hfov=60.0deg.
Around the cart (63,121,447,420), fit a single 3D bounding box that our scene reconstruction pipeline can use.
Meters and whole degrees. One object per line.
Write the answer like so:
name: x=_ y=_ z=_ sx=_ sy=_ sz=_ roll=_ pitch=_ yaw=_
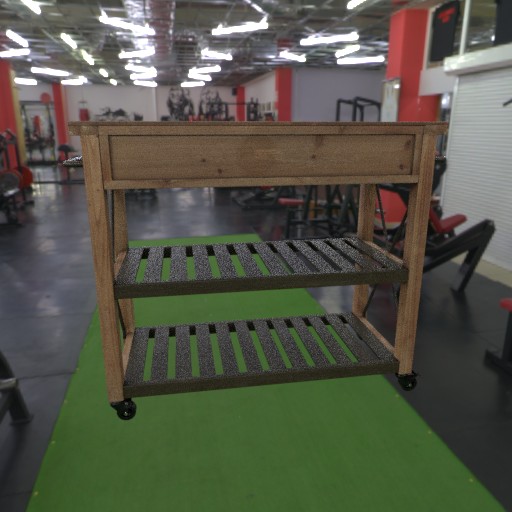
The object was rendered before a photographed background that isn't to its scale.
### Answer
cart: x=0.000 y=0.000 z=0.960 sx=0.686 sy=0.554 sz=0.298 roll=-3 pitch=16 yaw=-9
